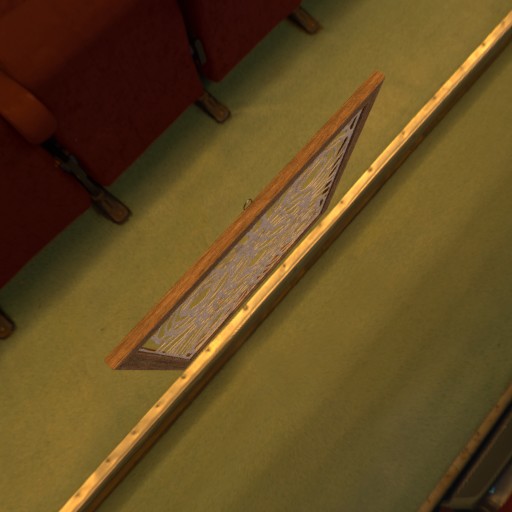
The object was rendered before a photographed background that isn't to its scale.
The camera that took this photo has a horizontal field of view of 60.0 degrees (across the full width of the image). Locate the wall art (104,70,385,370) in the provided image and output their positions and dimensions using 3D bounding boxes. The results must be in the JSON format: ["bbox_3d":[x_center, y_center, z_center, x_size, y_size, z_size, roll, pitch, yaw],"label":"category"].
[{"bbox_3d":[0.000,0.000,0.869,0.021,0.576,0.561,40,79,10],"label":"wall art"}]
